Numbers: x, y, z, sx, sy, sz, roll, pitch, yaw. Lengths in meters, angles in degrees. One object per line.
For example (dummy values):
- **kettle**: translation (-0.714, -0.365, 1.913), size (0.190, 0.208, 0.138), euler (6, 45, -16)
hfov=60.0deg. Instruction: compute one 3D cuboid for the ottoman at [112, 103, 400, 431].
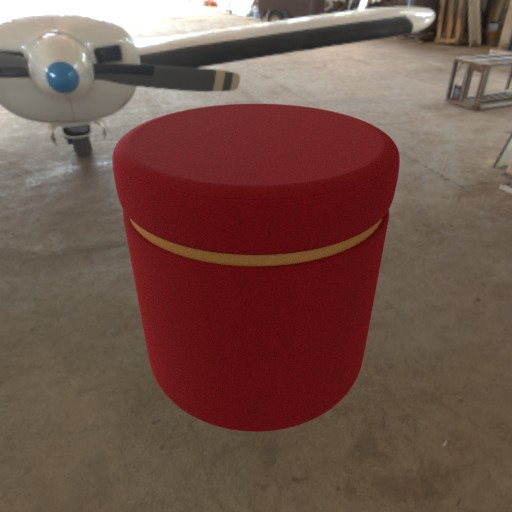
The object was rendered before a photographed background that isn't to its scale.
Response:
- **ottoman**: translation (0.000, 0.000, 0.735), size (0.400, 0.406, 0.400), euler (0, 33, 0)
